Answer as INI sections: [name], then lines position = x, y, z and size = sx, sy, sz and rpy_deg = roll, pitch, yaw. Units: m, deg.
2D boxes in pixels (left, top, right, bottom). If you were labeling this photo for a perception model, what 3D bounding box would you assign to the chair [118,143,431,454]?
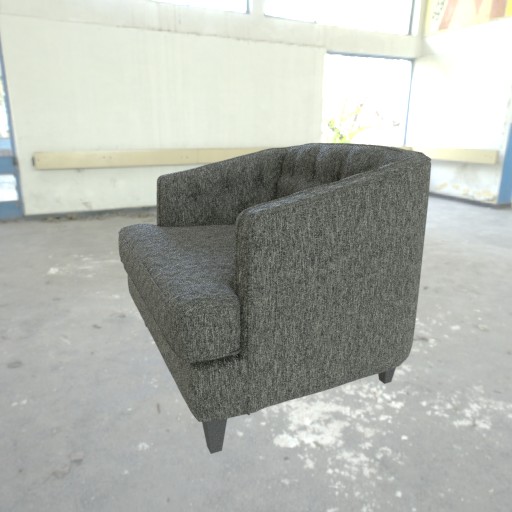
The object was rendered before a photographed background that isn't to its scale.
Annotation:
[chair]
position = 0.000, 0.000, 1.750
size = 0.941, 0.852, 1.104
rpy_deg = -7, 17, -24
